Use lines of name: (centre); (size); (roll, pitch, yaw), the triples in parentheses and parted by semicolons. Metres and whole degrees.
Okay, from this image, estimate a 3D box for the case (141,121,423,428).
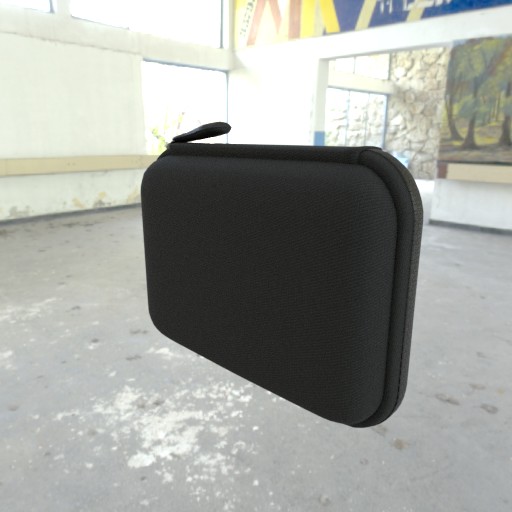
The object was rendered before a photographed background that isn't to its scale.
case: (0.000, 0.000, 0.179); (0.132, 0.105, 0.038); (14, 20, 42)
